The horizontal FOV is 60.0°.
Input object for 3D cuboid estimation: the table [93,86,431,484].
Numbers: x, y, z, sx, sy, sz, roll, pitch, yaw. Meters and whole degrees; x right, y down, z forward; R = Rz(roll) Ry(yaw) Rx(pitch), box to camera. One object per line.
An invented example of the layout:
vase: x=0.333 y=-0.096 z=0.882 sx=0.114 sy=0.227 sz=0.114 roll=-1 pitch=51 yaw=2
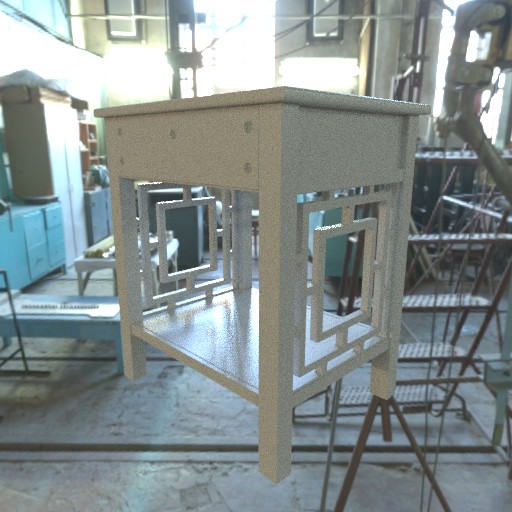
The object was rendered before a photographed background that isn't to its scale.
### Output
table: x=0.000 y=0.000 z=1.012 sx=0.451 sy=0.646 sz=0.564 roll=-14 pitch=20 yaw=-43
